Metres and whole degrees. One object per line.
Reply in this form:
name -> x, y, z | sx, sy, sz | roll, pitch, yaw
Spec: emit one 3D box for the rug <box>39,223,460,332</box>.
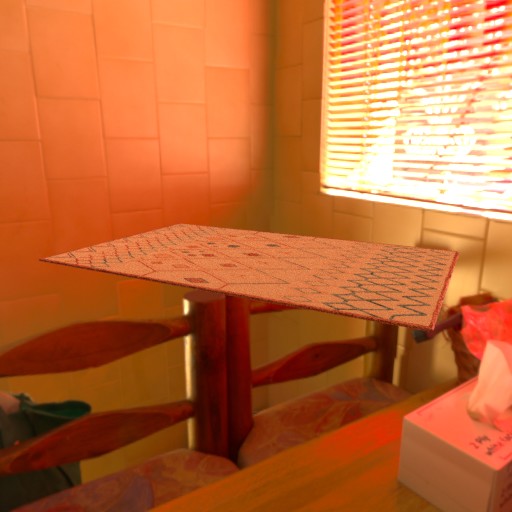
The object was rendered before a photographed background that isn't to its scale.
rug -> 0.000, 0.000, 3.018 | 2.438, 0.015, 1.524 | 7, 16, 27
